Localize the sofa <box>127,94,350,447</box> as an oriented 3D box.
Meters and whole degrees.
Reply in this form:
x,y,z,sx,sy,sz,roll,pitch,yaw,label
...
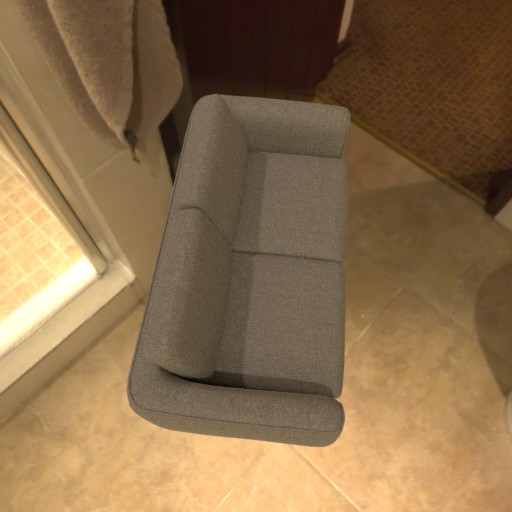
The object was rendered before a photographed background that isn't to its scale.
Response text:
x,y,z,sx,sy,sz,roll,pitch,yaw,label
0.000,0.000,2.224,0.920,0.870,1.700,6,63,3,sofa
